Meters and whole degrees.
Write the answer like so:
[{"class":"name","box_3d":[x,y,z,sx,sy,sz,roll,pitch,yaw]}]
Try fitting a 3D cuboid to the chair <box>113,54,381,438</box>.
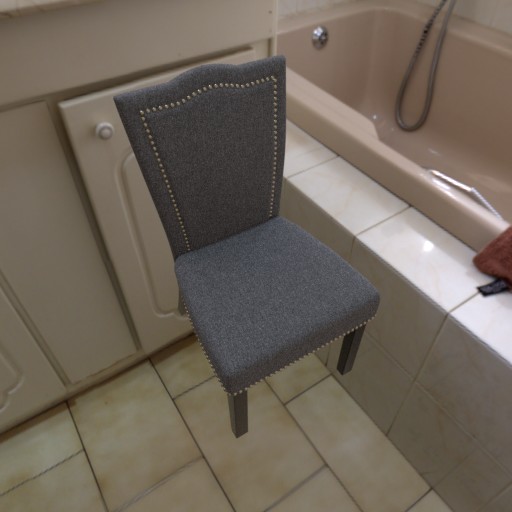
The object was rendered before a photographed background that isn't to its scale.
[{"class":"chair","box_3d":[0.000,0.000,1.322,0.518,0.946,0.589,-23,50,-21]}]
